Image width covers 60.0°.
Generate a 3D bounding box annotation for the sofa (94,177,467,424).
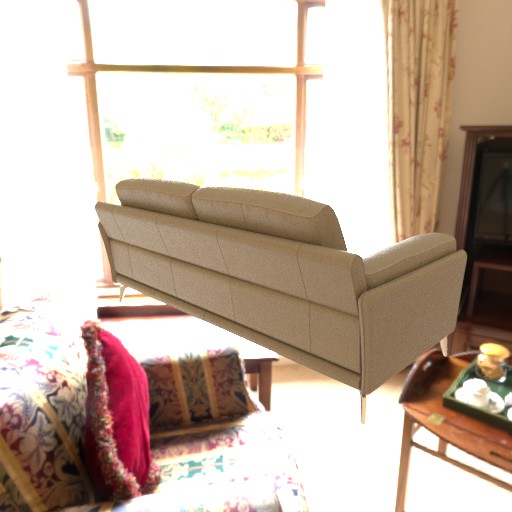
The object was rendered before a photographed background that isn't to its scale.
[{"bbox_3d":[0.000,0.000,2.687,2.101,0.930,1.049,14,21,43],"label":"sofa"}]
